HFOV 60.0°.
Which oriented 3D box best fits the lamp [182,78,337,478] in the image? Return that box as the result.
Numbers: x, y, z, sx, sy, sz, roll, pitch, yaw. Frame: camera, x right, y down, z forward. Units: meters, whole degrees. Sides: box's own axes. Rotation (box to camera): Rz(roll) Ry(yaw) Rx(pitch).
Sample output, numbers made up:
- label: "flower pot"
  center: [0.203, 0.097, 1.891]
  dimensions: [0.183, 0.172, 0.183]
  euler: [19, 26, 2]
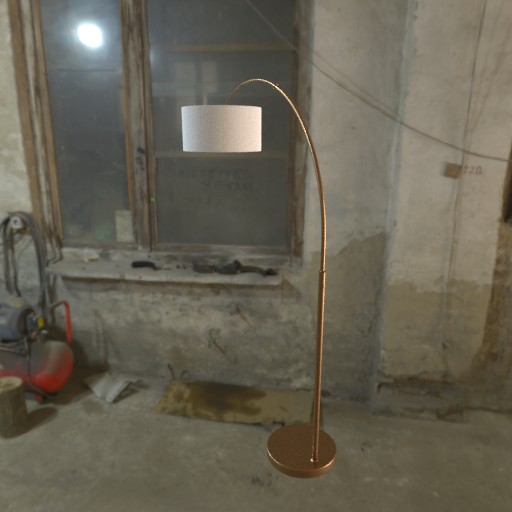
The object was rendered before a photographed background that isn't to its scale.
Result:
- label: "lamp"
  center: [0.000, 0.000, 2.575]
  dimensions: [0.493, 1.927, 1.434]
  euler: [-8, 17, -26]
